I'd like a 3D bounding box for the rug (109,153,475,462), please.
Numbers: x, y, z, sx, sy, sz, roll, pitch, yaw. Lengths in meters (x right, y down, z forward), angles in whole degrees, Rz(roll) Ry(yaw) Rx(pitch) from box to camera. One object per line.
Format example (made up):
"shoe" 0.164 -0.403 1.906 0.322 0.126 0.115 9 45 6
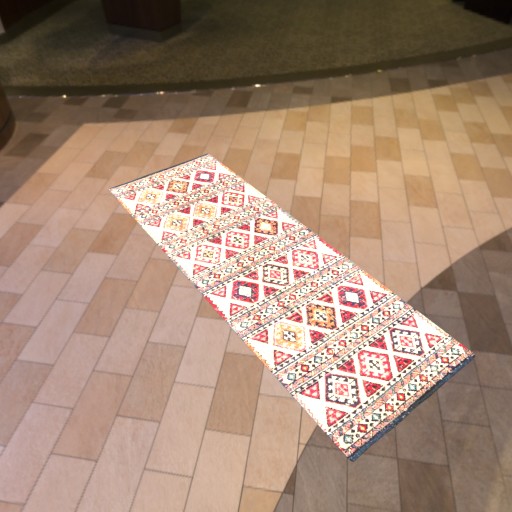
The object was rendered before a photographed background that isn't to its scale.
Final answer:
"rug" 0.000 0.000 2.602 0.832 0.008 2.362 -27 49 -26
